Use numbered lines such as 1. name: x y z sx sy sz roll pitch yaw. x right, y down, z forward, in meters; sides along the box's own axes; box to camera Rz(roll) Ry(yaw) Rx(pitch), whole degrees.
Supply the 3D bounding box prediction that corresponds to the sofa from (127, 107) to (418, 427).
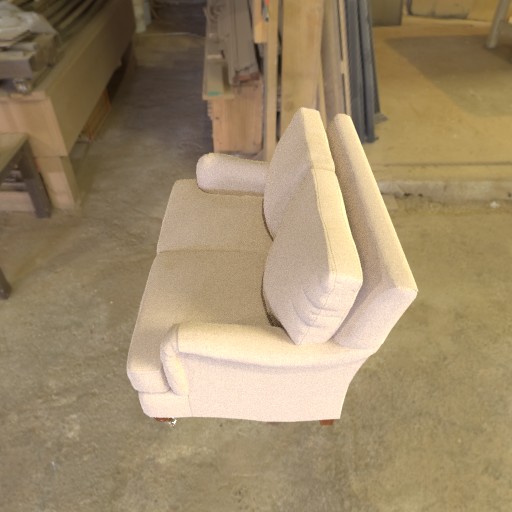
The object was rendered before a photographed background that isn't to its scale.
1. sofa: 0.000 0.000 2.305 1.087 1.048 1.508 0 41 0
